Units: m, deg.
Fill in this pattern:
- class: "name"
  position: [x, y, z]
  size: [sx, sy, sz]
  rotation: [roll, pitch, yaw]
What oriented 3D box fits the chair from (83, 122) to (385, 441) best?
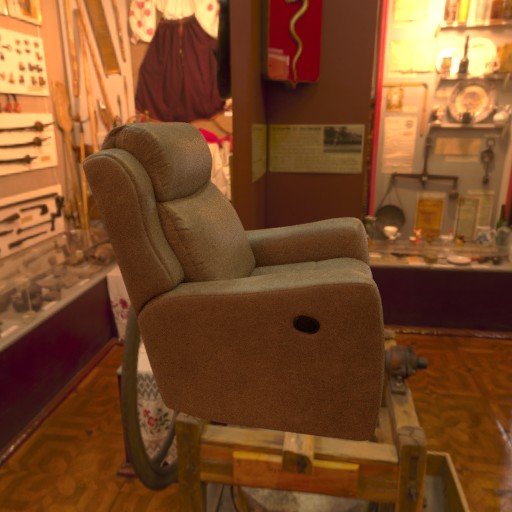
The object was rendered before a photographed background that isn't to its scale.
- class: "chair"
  position: [0.000, 0.000, 1.936]
  size: [1.068, 1.116, 0.965]
  rotation: [3, 17, 10]
